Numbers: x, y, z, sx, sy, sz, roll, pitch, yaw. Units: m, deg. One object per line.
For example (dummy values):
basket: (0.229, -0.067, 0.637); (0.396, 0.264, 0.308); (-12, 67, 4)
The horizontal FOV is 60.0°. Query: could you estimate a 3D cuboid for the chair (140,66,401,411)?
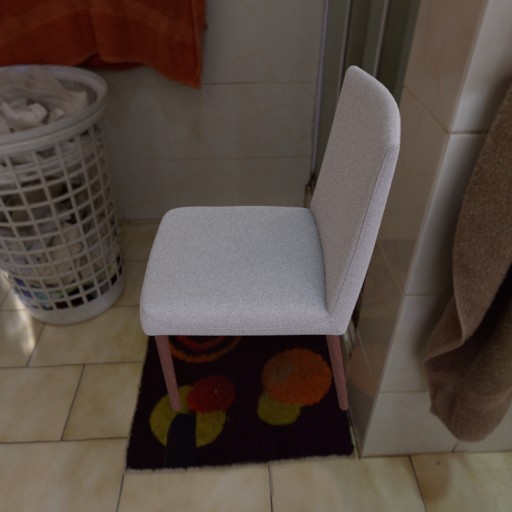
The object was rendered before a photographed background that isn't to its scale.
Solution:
chair: (0.000, 0.000, 1.176); (0.570, 0.859, 0.456); (0, 40, 0)
